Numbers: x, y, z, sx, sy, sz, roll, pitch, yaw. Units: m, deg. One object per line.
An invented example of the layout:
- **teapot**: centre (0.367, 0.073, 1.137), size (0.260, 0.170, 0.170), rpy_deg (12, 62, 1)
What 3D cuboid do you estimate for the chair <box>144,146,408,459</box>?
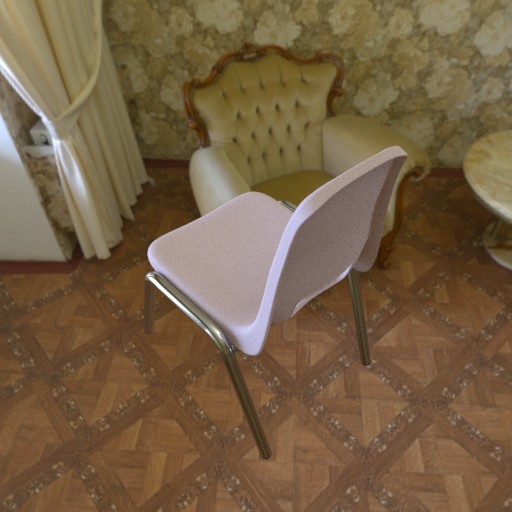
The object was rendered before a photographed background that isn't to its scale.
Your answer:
- **chair**: centre (0.000, 0.000, 0.833), size (0.354, 0.586, 0.423), rpy_deg (-32, 53, -28)
